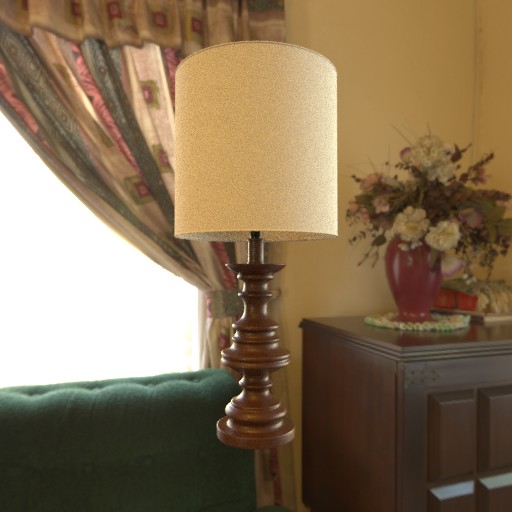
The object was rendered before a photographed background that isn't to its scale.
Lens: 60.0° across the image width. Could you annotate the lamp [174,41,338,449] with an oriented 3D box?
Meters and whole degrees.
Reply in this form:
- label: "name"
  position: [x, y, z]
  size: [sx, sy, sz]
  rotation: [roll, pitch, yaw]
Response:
- label: "lamp"
  position: [0.000, 0.000, 0.573]
  size: [0.208, 0.455, 0.208]
  rotation: [1, -2, -36]
